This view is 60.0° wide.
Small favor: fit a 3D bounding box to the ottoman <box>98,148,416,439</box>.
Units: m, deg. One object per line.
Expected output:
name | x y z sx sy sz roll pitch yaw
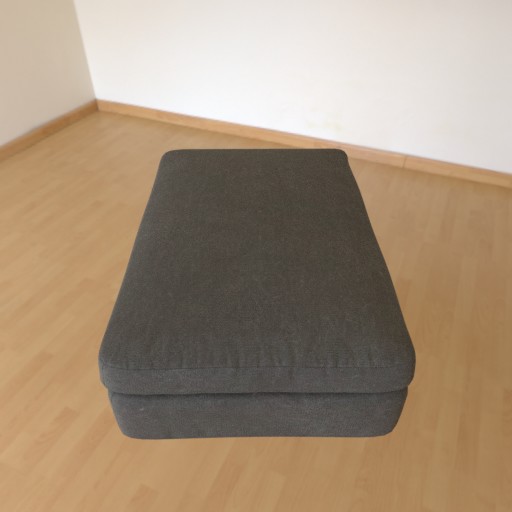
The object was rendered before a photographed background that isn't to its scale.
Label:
ottoman | 0.000 0.000 1.621 0.840 0.429 1.199 0 40 0
